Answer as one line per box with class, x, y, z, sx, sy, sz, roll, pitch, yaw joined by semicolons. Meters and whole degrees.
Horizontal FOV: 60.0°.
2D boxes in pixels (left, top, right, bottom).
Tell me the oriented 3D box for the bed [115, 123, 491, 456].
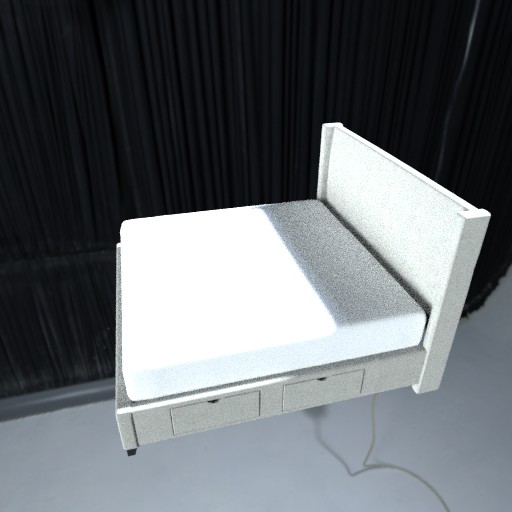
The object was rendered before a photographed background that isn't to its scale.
bed;0.000;0.000;3.585;2.280;1.470;2.140;-8;32;-13
